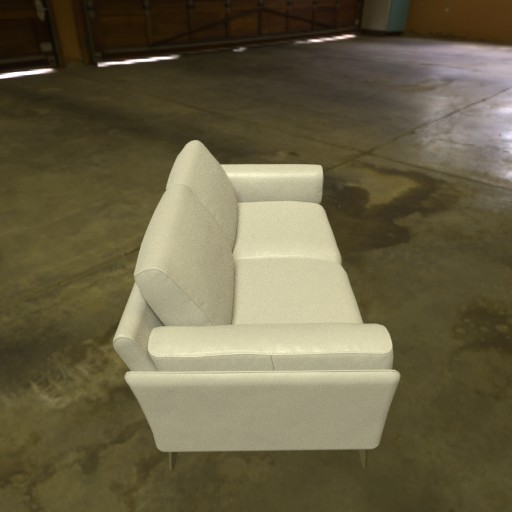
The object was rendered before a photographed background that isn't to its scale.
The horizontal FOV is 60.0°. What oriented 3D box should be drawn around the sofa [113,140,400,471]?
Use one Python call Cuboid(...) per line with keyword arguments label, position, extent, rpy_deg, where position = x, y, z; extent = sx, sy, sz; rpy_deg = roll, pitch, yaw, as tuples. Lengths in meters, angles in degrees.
Cuboid(label="sofa", position=(0.000, 0.000, 2.551), extent=(1.049, 0.930, 2.101), rpy_deg=(0, 31, -1))
